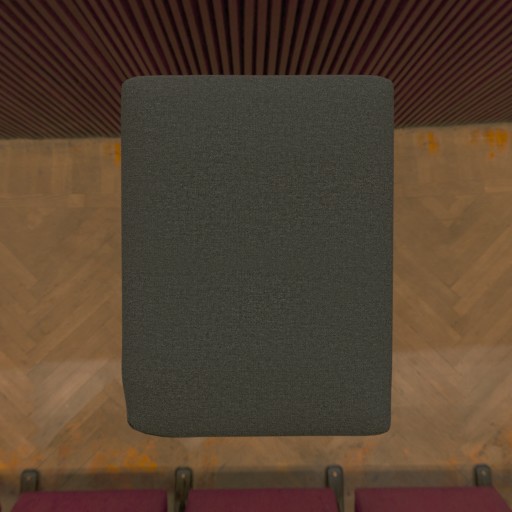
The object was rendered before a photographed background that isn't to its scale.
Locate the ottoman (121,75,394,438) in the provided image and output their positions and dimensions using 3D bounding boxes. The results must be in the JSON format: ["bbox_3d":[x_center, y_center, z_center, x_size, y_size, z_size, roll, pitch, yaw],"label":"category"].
[{"bbox_3d":[0.000,0.000,1.208,0.629,0.503,0.835,0,91,-1],"label":"ottoman"}]
